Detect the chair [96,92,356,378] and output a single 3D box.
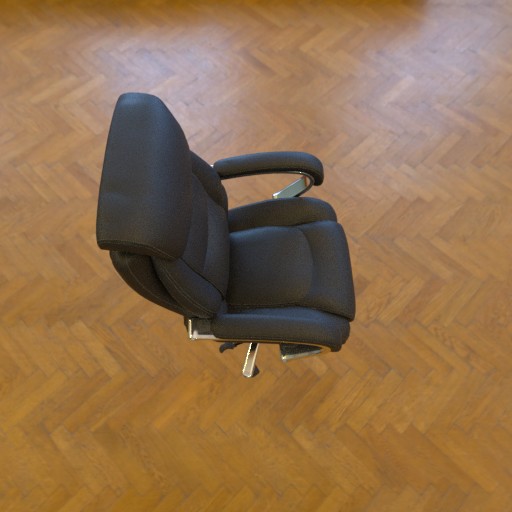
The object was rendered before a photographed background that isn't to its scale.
[{"bbox_3d":[0.000,0.000,1.661,0.790,1.183,0.755,-1,64,-1],"label":"chair"}]
